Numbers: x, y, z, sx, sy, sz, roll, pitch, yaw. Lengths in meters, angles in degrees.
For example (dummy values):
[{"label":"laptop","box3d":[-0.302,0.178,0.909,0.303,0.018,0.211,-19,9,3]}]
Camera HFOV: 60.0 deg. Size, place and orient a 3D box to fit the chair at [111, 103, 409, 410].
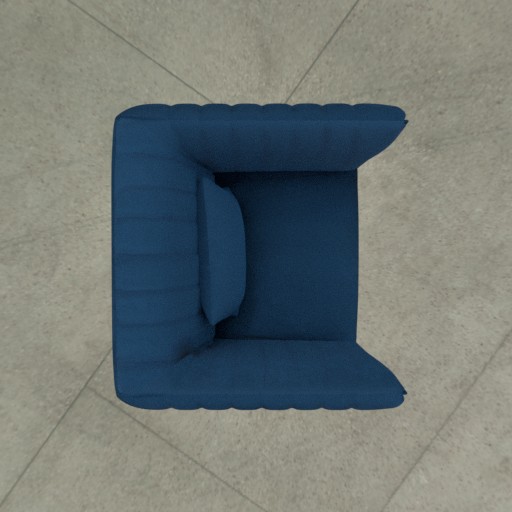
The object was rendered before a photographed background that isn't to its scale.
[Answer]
[{"label":"chair","box3d":[0.000,0.000,1.636,0.877,0.793,0.947,0,91,-1]}]
